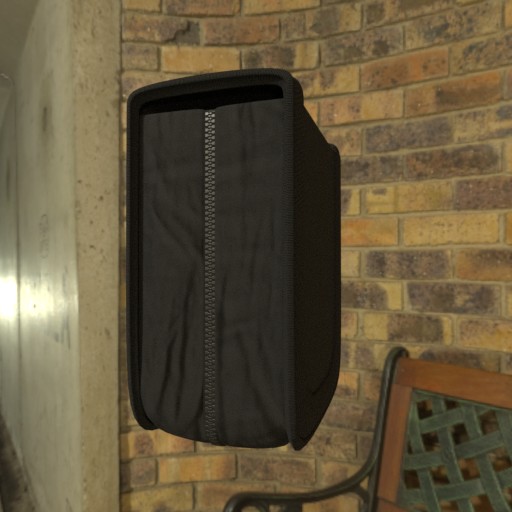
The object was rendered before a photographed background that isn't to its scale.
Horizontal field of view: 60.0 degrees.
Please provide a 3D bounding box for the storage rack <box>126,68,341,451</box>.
[{"bbox_3d":[0.000,0.000,0.533,0.168,0.387,0.297,0,-1,18],"label":"storage rack"}]
